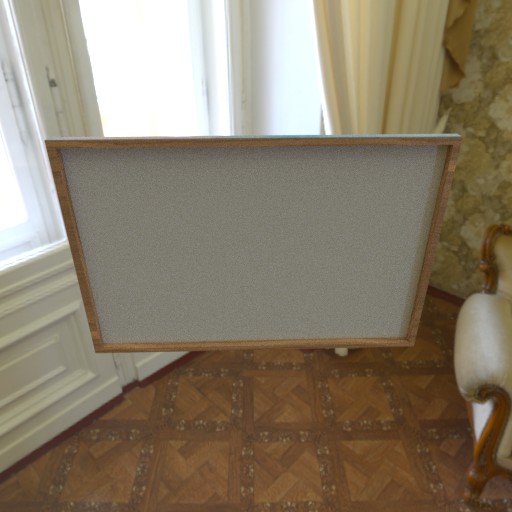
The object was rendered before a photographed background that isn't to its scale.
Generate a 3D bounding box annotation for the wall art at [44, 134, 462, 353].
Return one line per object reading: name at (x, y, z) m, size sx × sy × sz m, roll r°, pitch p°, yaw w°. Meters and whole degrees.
wall art at (0.000, 0.000, 1.407) m, size 1.137 × 0.756 × 0.034 m, roll -1°, pitch 30°, yaw -2°
